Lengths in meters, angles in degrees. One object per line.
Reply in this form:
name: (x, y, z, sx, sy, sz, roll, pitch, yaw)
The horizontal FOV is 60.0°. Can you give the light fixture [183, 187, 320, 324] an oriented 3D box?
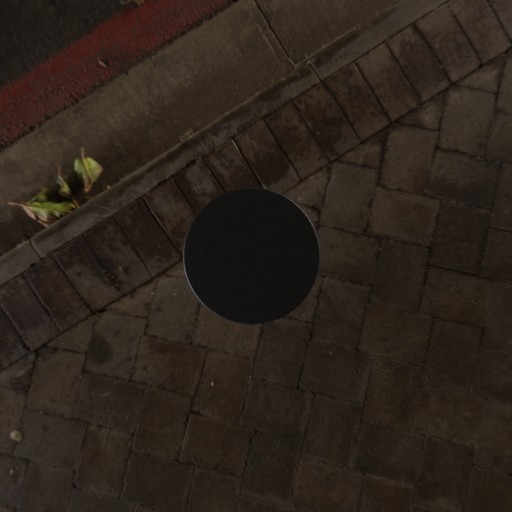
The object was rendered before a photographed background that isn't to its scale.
light fixture: (0.000, 0.000, 0.680, 0.201, 0.588, 0.201, 0, 90, 1)
